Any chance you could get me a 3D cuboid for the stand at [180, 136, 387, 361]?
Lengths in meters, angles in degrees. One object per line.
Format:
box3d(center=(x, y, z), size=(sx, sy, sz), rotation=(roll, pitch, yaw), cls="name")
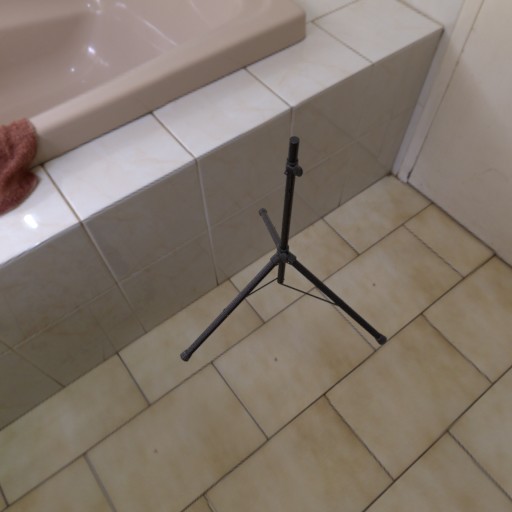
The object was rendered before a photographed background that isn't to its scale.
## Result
box3d(center=(0.000, 0.000, 1.862), size=(0.907, 1.136, 1.045), rotation=(-31, 63, -17), cls="stand")
